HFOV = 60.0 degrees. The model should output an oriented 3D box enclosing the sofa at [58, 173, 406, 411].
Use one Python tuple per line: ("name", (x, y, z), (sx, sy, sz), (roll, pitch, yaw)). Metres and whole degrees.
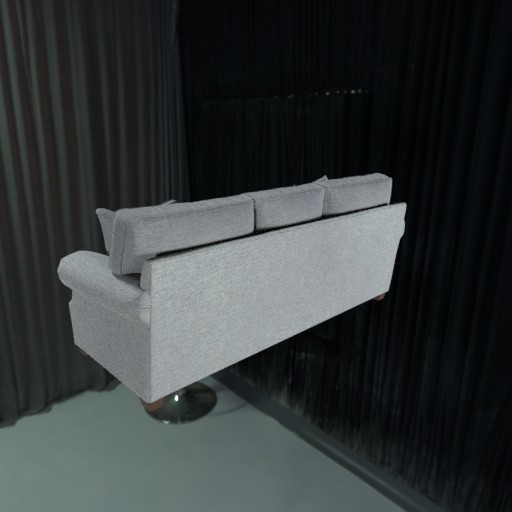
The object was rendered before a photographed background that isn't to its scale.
("sofa", (0.000, 0.000, 2.934), (2.312, 0.975, 0.965), (-15, 22, -42))
